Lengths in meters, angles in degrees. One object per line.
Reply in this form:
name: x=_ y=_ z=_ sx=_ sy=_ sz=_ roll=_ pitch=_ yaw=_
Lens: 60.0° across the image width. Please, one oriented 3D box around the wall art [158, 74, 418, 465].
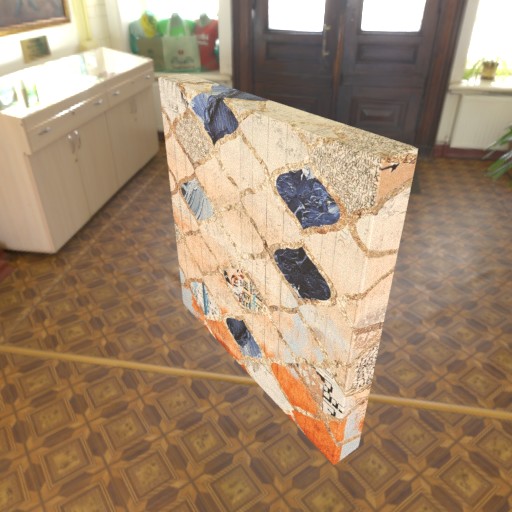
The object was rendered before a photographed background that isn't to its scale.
wall art: x=0.000 y=0.000 z=0.452 sx=0.036 sy=0.304 sz=0.303 roll=-21 pitch=38 yaw=-30
